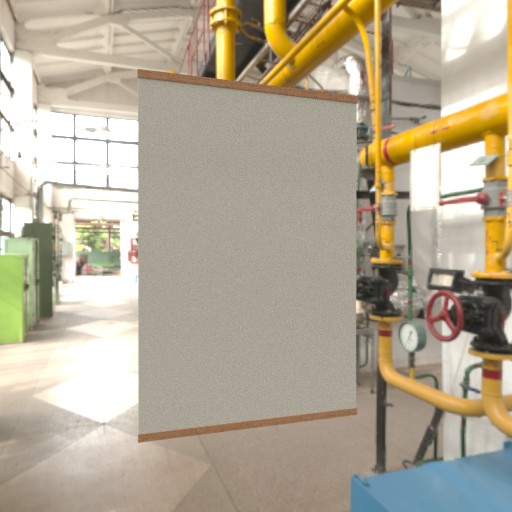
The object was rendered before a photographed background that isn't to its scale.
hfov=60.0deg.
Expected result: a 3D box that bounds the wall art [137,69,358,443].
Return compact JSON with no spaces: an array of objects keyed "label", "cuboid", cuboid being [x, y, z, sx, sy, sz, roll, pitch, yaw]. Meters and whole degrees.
[{"label":"wall art","cuboid":[0.000,0.000,1.969,1.019,1.527,0.019,0,0,-18]}]
